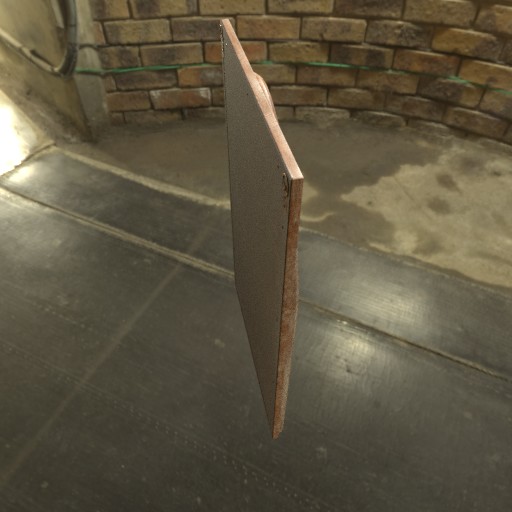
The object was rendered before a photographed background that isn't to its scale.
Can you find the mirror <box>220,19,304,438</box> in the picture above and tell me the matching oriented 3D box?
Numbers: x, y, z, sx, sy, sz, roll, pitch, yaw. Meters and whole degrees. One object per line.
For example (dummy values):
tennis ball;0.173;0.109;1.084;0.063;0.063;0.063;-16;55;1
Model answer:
mirror;0.000;0.000;0.955;0.058;0.787;0.495;-9;48;-8
